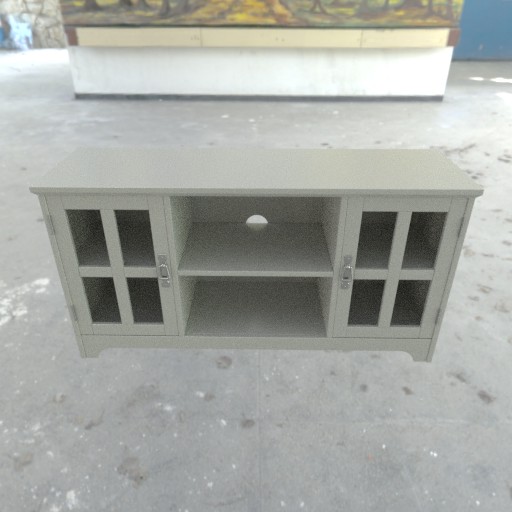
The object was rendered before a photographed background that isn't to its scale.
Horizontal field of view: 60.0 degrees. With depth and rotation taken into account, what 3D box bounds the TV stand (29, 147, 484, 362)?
[{"bbox_3d":[0.000,0.000,1.434,1.167,0.603,0.344,0,30,1],"label":"TV stand"}]
